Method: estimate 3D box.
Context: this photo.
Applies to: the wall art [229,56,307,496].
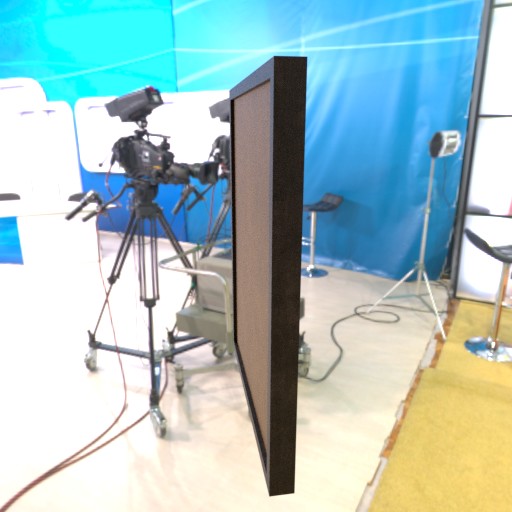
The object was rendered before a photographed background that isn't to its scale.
[{"bbox_3d":[0.000,0.000,0.545,0.027,0.406,0.329,-3,16,-9],"label":"wall art"}]
